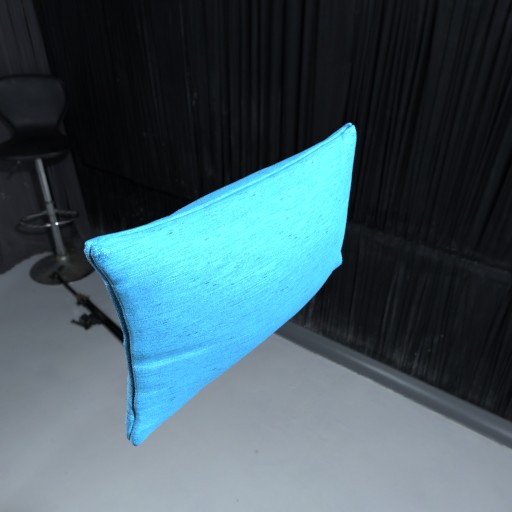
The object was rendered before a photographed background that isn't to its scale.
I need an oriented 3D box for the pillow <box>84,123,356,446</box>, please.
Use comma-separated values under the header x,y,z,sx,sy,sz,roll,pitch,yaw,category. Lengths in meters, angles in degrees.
x,y,z,sx,sy,sz,roll,pitch,yaw,category
0.000,0.000,0.781,0.210,0.338,0.633,22,38,31,pillow
